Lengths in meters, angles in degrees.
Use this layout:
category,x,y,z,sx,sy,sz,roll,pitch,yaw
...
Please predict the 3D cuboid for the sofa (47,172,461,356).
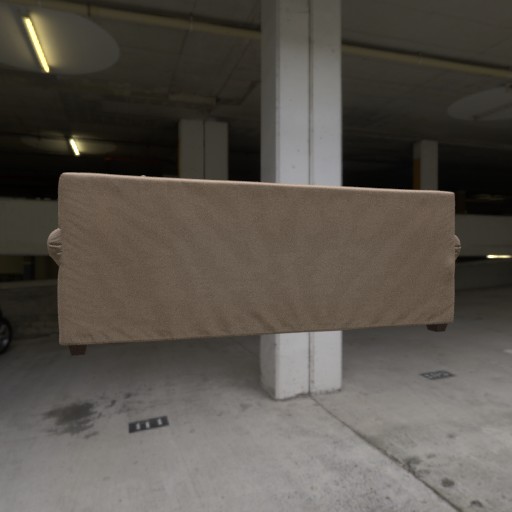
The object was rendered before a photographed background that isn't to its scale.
category,x,y,z,sx,sy,sz,roll,pitch,yaw
sofa,0.000,0.000,2.787,2.285,0.904,1.067,0,0,-18
